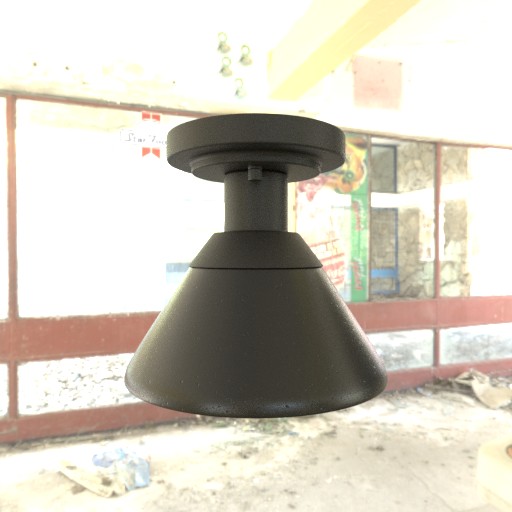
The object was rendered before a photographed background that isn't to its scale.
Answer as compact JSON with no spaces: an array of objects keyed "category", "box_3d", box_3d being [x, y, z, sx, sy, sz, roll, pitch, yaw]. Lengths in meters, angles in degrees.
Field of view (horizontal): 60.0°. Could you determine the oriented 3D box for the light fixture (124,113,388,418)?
[{"category":"light fixture","box_3d":[0.000,0.000,0.351,0.200,0.183,0.200,0,0,0]}]
